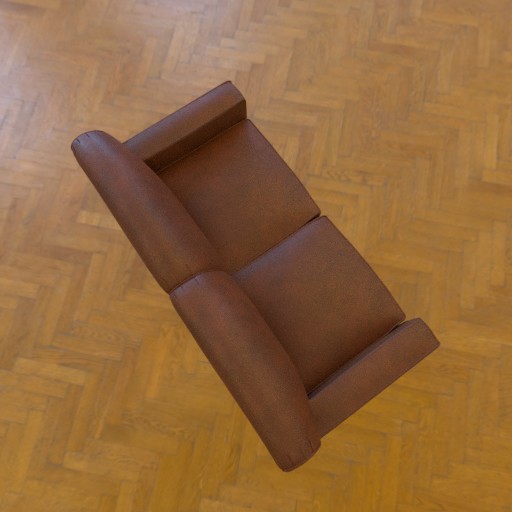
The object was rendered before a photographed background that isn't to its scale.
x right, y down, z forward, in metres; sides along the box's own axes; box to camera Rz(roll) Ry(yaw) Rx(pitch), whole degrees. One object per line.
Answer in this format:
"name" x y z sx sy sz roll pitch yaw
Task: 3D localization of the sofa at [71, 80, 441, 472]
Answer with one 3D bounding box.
"sofa" 0.000 0.000 2.430 1.000 0.966 1.856 -34 77 -9
